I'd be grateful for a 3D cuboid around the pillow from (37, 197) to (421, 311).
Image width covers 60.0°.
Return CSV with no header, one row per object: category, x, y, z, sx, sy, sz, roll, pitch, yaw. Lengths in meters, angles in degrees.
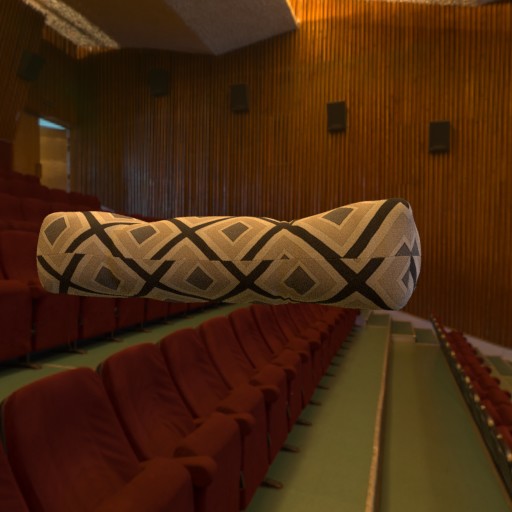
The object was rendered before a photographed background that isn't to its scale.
pillow,0.000,0.000,0.730,0.490,0.128,0.468,0,0,17
